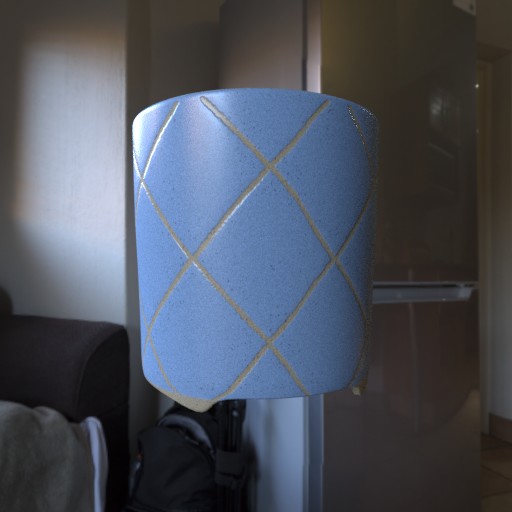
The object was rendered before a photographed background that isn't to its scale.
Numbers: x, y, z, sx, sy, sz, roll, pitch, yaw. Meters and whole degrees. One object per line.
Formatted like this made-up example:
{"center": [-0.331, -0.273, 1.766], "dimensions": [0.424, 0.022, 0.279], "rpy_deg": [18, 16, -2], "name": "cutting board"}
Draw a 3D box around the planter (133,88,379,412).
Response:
{"center": [0.000, 0.000, 0.422], "dimensions": [0.227, 0.235, 0.227], "rpy_deg": [0, -1, 0], "name": "planter"}
